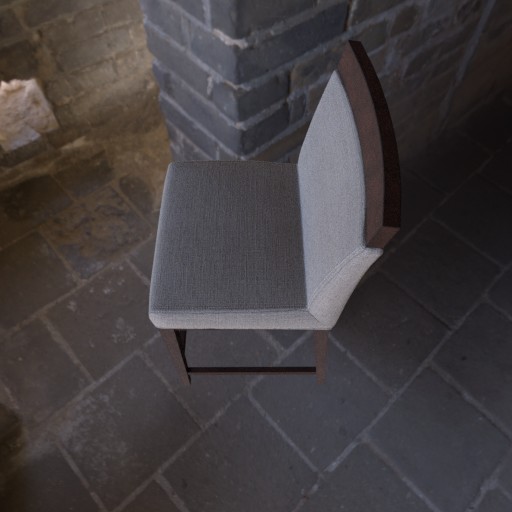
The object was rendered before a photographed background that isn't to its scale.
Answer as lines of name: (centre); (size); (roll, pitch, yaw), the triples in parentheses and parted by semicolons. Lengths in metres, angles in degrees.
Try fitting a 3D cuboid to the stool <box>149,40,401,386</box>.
stool: (0.000, 0.000, 1.279); (0.531, 1.009, 0.512); (0, 59, 0)
